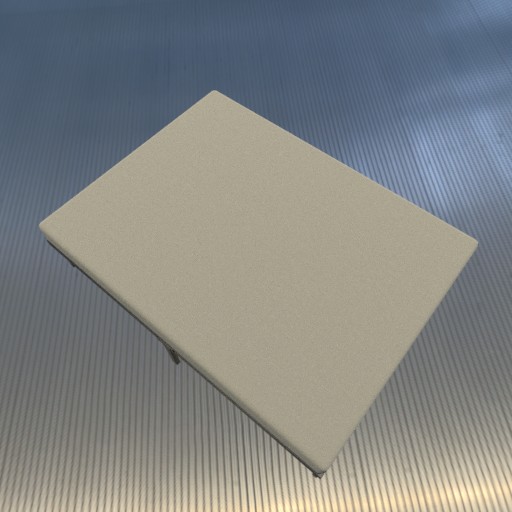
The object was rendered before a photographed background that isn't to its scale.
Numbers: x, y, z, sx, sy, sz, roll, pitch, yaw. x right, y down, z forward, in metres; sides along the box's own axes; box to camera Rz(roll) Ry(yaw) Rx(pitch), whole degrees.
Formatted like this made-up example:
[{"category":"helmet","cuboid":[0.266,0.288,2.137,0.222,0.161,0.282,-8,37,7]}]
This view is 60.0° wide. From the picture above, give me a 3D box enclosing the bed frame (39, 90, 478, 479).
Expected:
[{"category":"bed frame","cuboid":[0.000,0.000,3.533,2.635,0.680,1.990,35,65,19]}]
